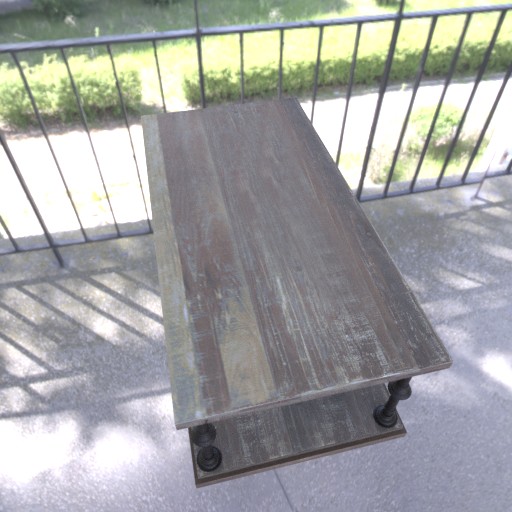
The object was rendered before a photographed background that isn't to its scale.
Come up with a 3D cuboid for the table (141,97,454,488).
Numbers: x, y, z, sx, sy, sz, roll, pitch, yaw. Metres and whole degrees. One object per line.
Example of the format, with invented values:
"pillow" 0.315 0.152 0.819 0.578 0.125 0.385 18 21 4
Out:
"table" 0.000 0.000 1.343 0.554 0.399 1.088 -10 48 -9
